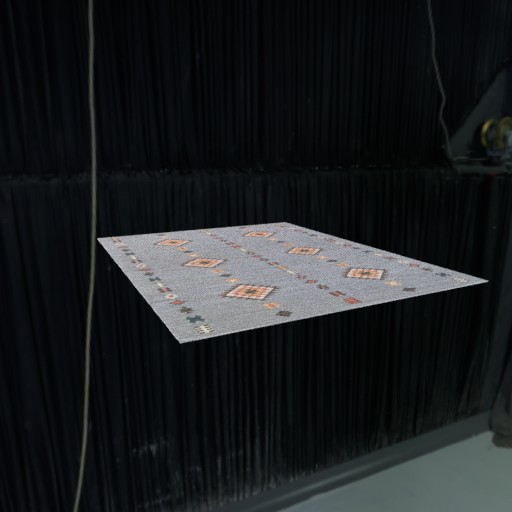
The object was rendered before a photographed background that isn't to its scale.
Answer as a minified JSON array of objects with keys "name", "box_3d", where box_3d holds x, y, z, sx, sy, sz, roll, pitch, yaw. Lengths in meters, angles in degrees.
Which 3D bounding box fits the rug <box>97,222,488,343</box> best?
[{"name":"rug","box_3d":[0.000,0.000,4.151,2.425,0.008,3.035,-7,15,-26]}]
